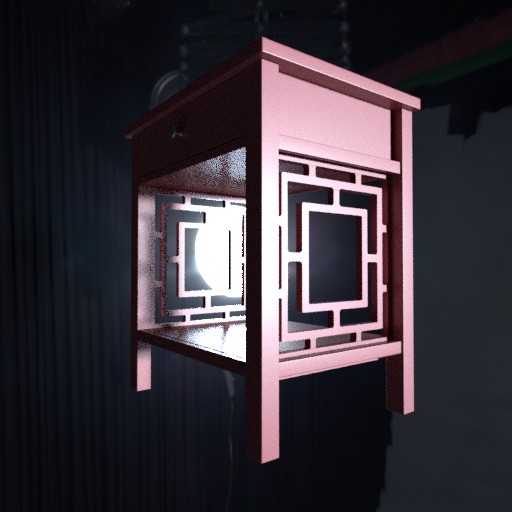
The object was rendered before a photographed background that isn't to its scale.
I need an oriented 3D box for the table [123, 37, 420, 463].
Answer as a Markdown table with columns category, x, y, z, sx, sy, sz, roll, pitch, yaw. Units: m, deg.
| category | x | y | z | sx | sy | sz | roll | pitch | yaw |
| --- | --- | --- | --- | --- | --- | --- | --- | --- | --- |
| table | 0.000 | 0.000 | 1.068 | 0.451 | 0.686 | 0.599 | 1 | -1 | -37 |
